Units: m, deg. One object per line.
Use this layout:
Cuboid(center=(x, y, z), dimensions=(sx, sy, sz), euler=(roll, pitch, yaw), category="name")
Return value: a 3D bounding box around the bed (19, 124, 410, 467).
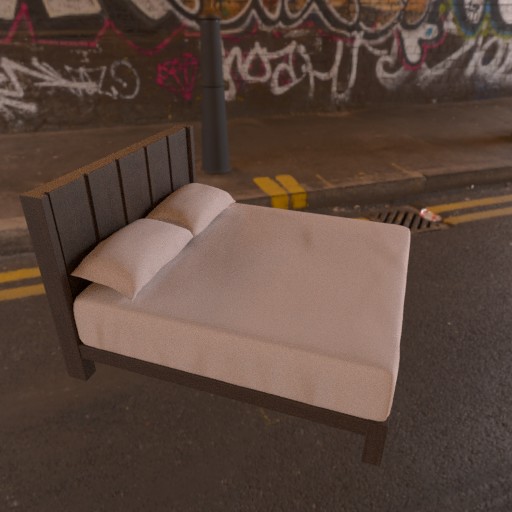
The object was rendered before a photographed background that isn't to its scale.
Cuboid(center=(0.000, 0.000, 3.024), dimensions=(1.992, 1.261, 1.735), euler=(10, 30, 17), category="bed")
